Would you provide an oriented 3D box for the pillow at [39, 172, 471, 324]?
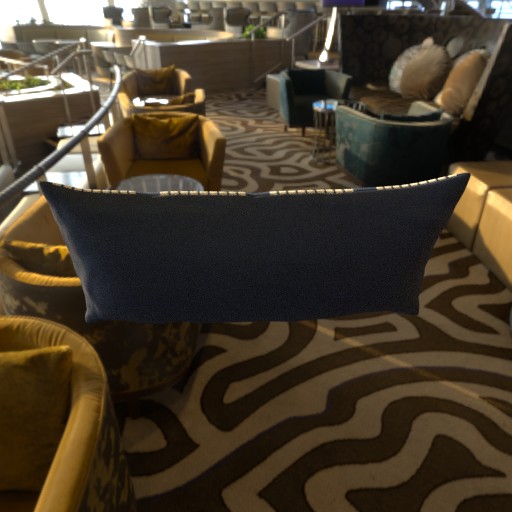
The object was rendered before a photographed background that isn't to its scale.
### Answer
[{"bbox_3d":[0.000,0.000,0.716,0.608,0.292,0.156,-1,30,-2],"label":"pillow"}]
